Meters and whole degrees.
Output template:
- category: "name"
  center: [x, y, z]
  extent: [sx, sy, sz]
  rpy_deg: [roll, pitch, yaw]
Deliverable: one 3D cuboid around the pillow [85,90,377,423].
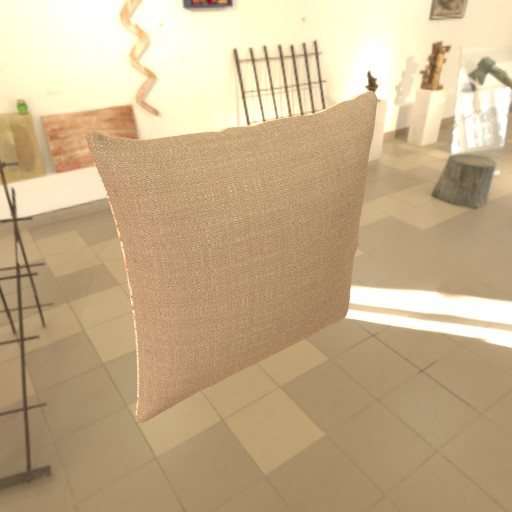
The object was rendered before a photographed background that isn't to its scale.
- category: "pillow"
  center: [0.000, 0.000, 0.789]
  extent: [0.521, 0.519, 0.215]
  rpy_deg: [-20, 36, -30]
